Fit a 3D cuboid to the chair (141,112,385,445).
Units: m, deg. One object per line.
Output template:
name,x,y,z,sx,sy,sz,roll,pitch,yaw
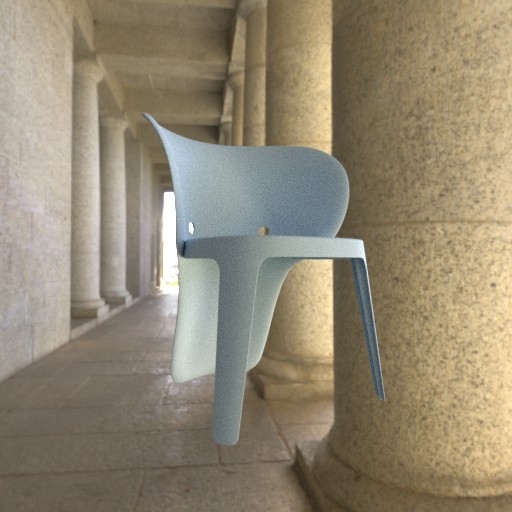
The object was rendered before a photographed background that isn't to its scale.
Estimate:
chair,0.000,0.000,0.888,0.451,0.554,0.402,1,-1,-36
